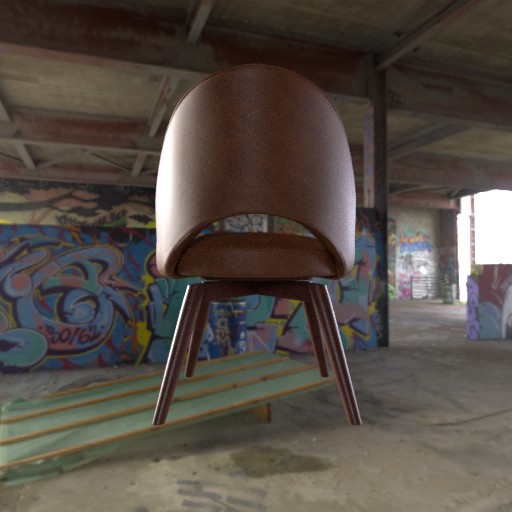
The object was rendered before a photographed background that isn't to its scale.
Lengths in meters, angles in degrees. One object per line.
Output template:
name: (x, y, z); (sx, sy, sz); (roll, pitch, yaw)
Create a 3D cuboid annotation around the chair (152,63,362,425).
chair: (0.000, 0.000, 1.223); (0.591, 0.777, 0.640); (0, -2, 0)
